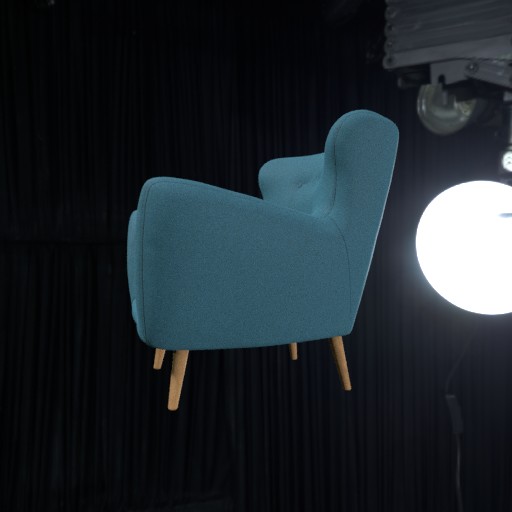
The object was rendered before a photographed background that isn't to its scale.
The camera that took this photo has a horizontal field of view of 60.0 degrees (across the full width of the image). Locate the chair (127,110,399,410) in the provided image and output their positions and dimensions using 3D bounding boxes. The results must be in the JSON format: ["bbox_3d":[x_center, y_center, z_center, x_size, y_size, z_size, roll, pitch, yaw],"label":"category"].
[{"bbox_3d":[0.000,0.000,1.624,0.889,0.889,0.890,0,0,-18],"label":"chair"}]
